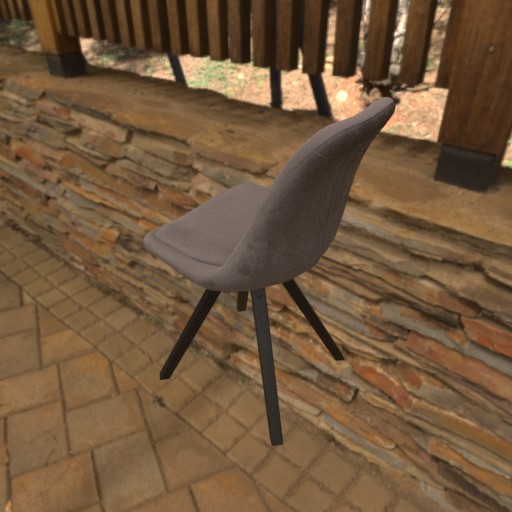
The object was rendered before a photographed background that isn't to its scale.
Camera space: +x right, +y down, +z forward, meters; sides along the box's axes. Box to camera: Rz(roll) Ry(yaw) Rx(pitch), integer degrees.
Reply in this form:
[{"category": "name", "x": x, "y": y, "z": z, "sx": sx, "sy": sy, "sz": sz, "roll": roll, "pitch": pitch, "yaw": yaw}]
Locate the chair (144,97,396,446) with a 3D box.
[{"category": "chair", "x": 0.000, "y": 0.000, "z": 1.198, "sx": 0.550, "sy": 0.850, "sz": 0.485, "roll": 21, "pitch": 38, "yaw": 29}]
